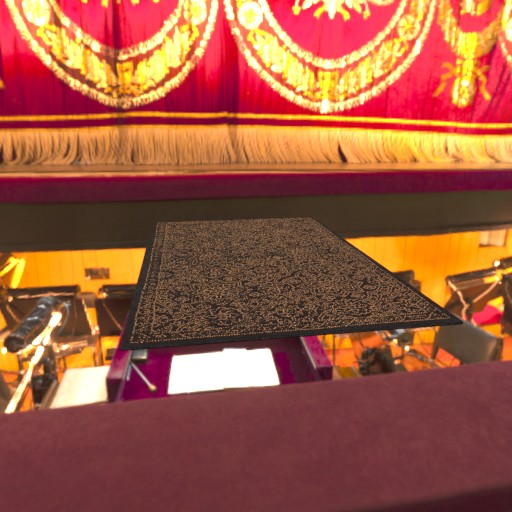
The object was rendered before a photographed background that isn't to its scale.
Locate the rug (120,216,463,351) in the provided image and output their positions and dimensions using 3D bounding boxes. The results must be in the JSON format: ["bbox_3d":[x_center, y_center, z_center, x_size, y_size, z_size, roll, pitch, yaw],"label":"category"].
[{"bbox_3d":[0.000,0.000,3.063,1.526,0.015,2.441,-3,17,-9],"label":"rug"}]
